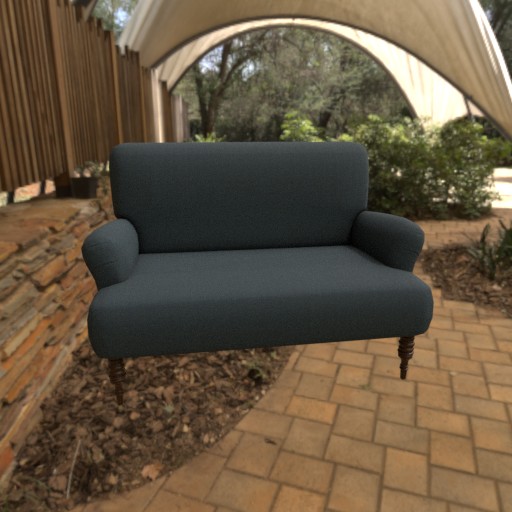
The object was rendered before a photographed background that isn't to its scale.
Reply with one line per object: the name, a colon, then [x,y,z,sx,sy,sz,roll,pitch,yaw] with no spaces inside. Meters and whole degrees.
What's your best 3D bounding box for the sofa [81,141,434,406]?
sofa: [0.000,0.000,1.831,1.297,0.889,0.779,-3,17,-9]
